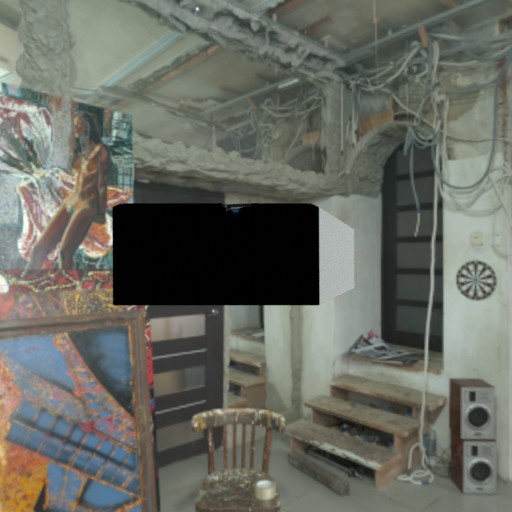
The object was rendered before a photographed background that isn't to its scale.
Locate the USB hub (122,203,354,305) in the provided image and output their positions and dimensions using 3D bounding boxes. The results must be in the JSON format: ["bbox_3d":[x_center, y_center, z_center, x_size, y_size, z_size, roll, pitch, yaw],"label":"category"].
[{"bbox_3d":[0.000,0.000,0.127,0.044,0.023,0.110,0,-1,19],"label":"USB hub"}]
